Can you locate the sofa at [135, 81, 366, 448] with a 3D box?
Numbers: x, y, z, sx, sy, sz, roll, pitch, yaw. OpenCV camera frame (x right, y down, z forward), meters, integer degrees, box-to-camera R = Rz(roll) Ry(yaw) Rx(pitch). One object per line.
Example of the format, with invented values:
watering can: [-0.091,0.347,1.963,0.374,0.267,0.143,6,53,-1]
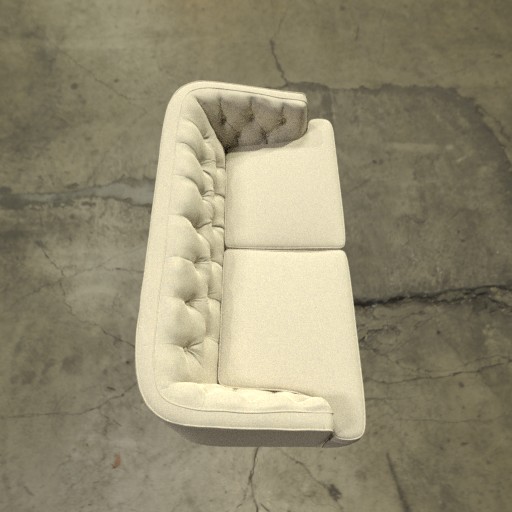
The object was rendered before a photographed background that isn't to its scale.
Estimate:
sofa: [0.000,0.000,2.232,0.941,0.855,1.733,0,62,0]
